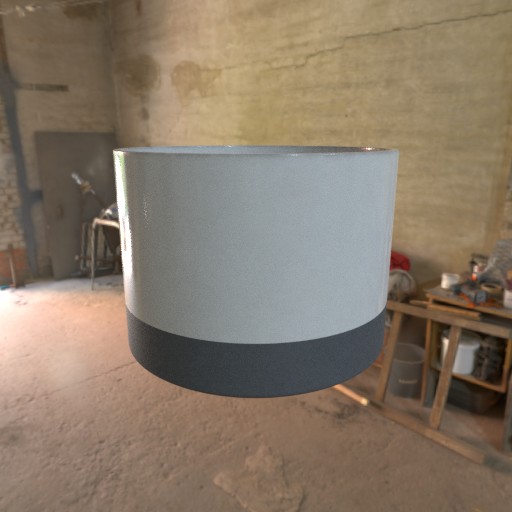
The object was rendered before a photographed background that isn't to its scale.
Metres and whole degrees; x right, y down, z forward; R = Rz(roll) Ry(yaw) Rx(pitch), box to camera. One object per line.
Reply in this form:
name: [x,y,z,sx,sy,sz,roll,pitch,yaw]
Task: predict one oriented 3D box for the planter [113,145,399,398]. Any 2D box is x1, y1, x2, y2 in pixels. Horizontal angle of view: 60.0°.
planter: [0.000,0.000,0.222,0.128,0.105,0.128,0,15,0]
